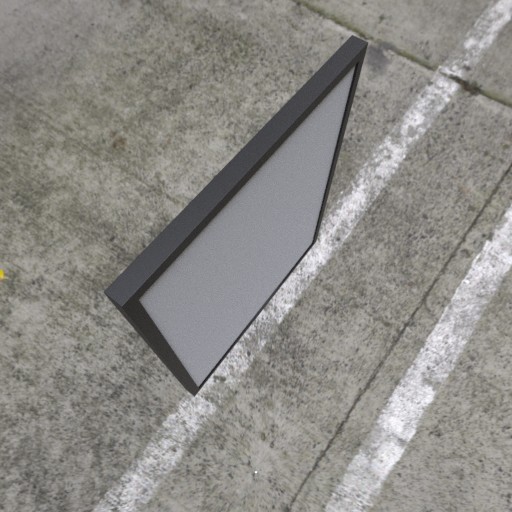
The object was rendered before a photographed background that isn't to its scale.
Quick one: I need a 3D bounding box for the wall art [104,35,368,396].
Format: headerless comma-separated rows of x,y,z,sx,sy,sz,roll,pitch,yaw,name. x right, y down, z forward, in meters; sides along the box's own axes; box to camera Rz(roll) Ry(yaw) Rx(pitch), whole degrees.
0.000,0.000,0.537,0.018,0.397,0.325,34,69,15,wall art
